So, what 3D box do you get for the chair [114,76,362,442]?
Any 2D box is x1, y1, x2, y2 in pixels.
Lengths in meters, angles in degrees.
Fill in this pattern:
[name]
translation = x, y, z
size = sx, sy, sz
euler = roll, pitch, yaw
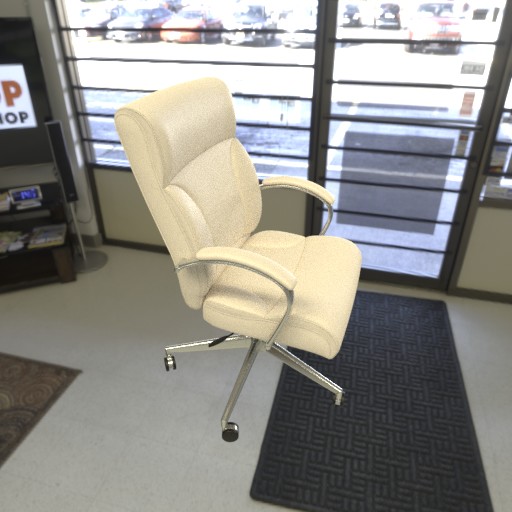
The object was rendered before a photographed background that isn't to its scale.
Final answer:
[chair]
translation = 0.000, 0.000, 1.560
size = 0.745, 1.099, 0.727
euler = 10, 32, 16
